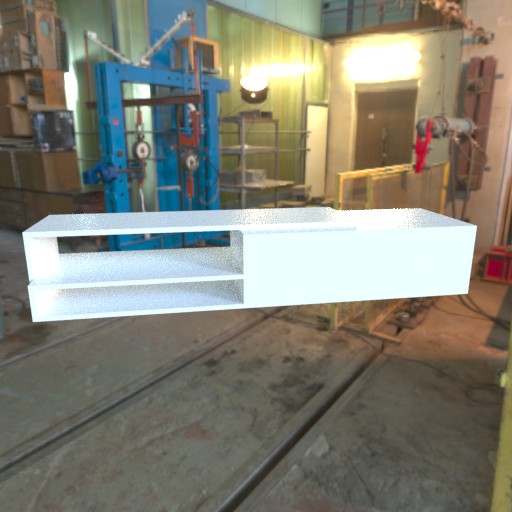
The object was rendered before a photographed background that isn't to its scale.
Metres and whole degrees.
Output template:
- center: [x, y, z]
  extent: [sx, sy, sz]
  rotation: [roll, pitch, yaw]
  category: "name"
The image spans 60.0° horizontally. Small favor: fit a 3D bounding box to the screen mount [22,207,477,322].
- center: [0.000, 0.000, 1.832]
  extent: [1.680, 0.320, 0.420]
  rotation: [-3, 16, -9]
  category: "screen mount"
